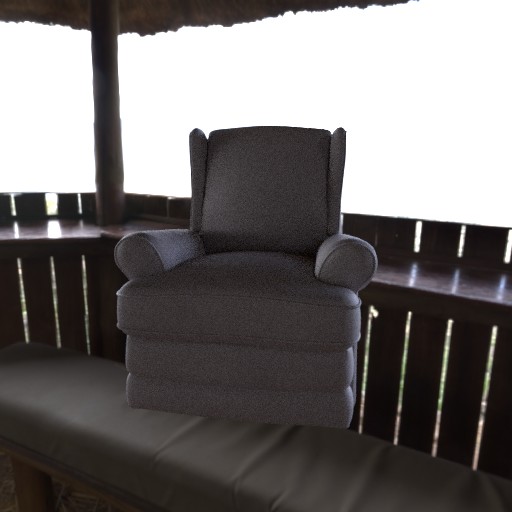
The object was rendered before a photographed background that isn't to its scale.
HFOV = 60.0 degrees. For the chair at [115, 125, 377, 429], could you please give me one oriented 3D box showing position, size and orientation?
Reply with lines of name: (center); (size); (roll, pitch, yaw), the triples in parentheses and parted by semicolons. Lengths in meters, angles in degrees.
chair: (0.000, 0.000, 1.713); (0.847, 1.011, 0.969); (2, 13, 9)
